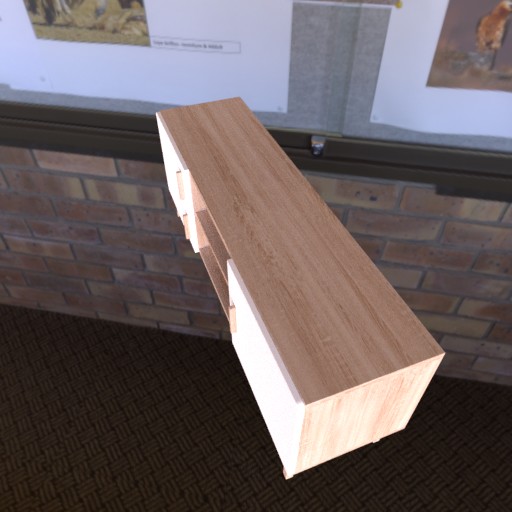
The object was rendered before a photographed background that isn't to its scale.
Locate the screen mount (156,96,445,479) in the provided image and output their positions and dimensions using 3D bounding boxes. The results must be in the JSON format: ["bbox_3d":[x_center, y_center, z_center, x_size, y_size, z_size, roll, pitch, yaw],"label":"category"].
[{"bbox_3d":[0.000,0.000,1.733,0.420,0.570,1.500,-15,47,-15],"label":"screen mount"}]
